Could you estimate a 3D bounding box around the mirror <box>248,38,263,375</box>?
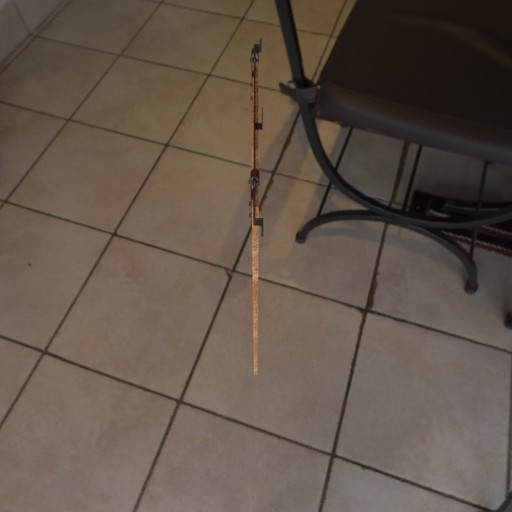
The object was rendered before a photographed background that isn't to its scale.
[{"bbox_3d":[0.000,0.000,2.119,0.042,1.793,0.847,0,59,0],"label":"mirror"}]
